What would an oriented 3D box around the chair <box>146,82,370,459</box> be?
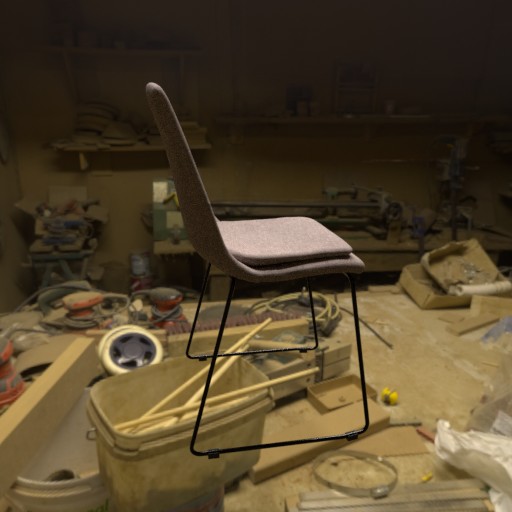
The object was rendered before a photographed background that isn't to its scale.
[{"bbox_3d":[0.000,0.000,1.188,0.518,0.858,0.479,-3,17,-9],"label":"chair"}]
